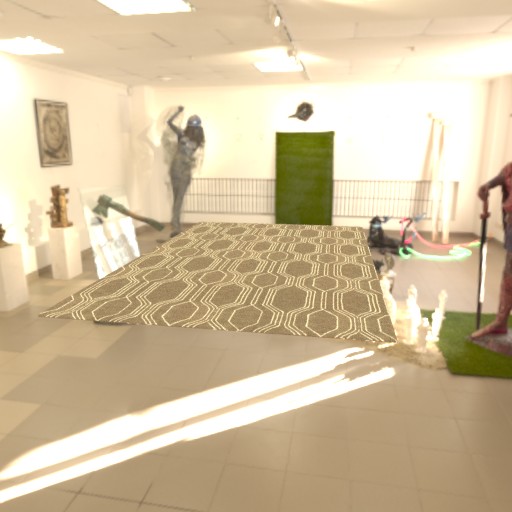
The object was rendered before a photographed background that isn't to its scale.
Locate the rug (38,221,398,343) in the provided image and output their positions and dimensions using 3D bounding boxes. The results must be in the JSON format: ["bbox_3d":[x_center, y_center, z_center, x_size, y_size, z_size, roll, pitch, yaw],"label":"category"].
[{"bbox_3d":[0.000,0.000,3.005,1.541,0.012,2.457,2,14,10],"label":"rug"}]
